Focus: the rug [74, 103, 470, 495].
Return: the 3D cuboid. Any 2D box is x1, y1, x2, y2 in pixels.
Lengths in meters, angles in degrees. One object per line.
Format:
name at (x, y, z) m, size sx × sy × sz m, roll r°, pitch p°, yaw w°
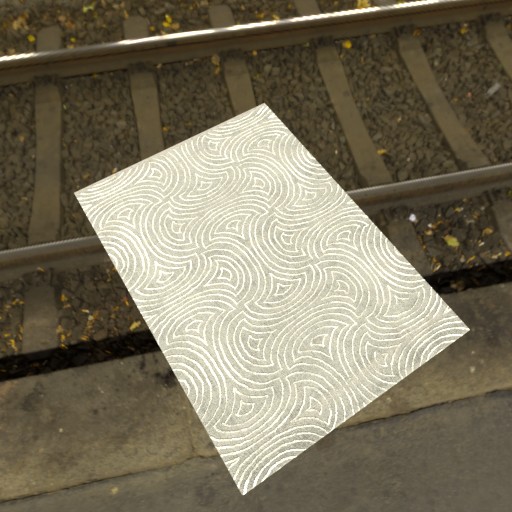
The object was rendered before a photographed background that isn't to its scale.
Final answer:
rug at (0.000, 0.000, 2.773) m, size 1.543 × 0.015 × 2.144 m, roll -30°, pitch 66°, yaw -15°
